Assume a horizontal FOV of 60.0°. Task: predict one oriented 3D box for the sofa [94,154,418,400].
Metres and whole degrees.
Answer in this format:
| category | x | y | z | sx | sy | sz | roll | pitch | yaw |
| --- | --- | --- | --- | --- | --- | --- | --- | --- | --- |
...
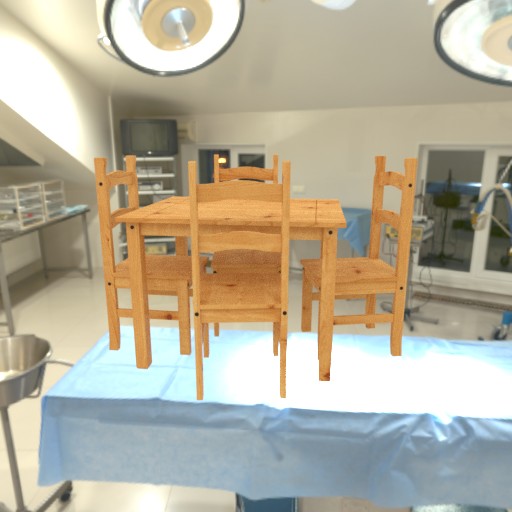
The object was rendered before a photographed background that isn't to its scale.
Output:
| category | x | y | z | sx | sy | sz | roll | pitch | yaw |
| --- | --- | --- | --- | --- | --- | --- | --- | --- | --- |
| sofa | 0.000 | 0.000 | 2.298 | 1.529 | 1.000 | 1.144 | 2 | 14 | 8 |
